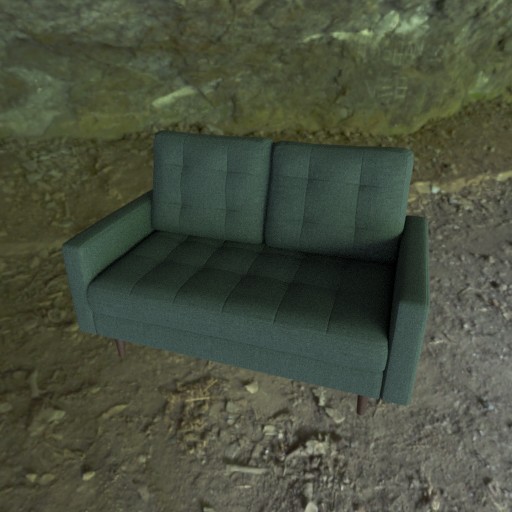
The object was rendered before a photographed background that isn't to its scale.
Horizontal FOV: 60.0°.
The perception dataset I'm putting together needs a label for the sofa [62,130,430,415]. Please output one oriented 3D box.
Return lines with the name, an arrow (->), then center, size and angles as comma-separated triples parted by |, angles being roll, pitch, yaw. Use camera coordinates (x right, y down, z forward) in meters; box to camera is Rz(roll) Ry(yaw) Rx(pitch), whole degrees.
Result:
sofa -> 0.000, 0.000, 1.952 | 1.407, 0.907, 0.842 | 9, 29, 16
